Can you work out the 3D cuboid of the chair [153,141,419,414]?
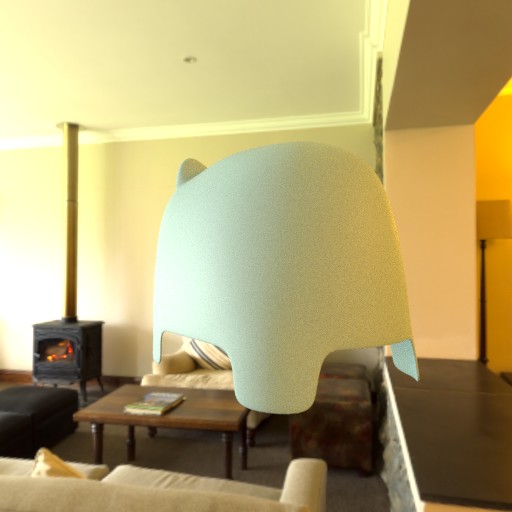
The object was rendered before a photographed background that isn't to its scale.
[{"bbox_3d":[0.000,0.000,0.879,0.364,0.423,0.619,1,-1,-36],"label":"chair"}]
